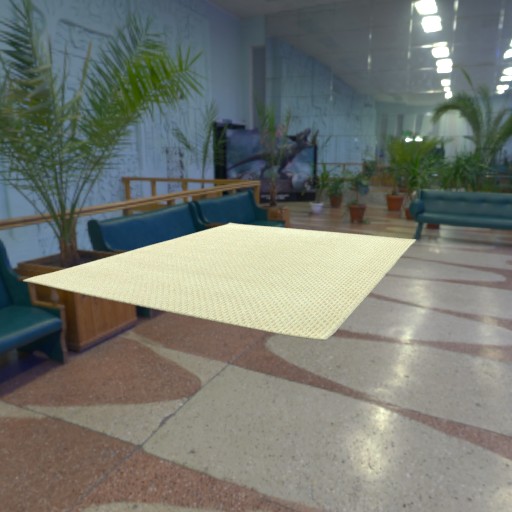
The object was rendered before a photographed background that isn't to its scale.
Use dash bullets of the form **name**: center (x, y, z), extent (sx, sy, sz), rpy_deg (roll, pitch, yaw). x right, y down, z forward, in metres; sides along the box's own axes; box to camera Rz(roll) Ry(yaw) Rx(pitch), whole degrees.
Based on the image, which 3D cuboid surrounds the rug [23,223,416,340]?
- **rug**: center (0.000, 0.000, 3.910), extent (2.277, 0.035, 2.897), rpy_deg (7, 15, 27)
